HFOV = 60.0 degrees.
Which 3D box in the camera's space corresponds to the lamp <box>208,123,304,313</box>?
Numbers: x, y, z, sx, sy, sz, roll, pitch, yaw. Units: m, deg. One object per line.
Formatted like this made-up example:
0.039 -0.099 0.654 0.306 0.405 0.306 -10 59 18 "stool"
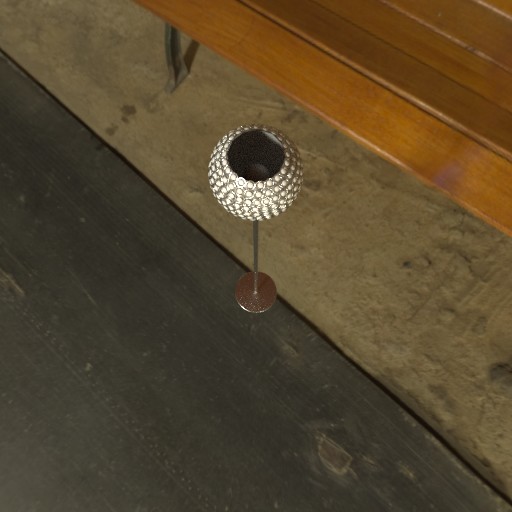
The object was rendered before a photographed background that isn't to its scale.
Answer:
0.000 0.000 1.855 0.254 1.805 0.254 0 76 0 "lamp"
